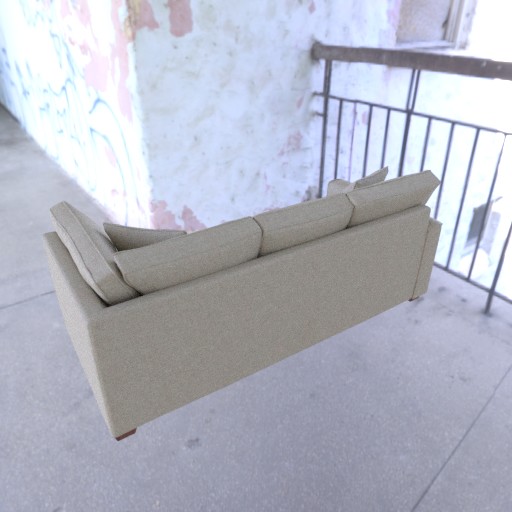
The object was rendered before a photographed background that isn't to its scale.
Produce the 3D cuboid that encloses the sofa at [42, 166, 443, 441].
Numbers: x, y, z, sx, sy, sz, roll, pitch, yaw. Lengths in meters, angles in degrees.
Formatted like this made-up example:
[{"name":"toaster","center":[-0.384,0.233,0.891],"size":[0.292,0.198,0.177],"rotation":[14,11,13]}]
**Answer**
[{"name":"sofa","center":[0.000,0.000,2.855],"size":[2.317,0.962,1.061],"rotation":[-18,34,-28]}]
